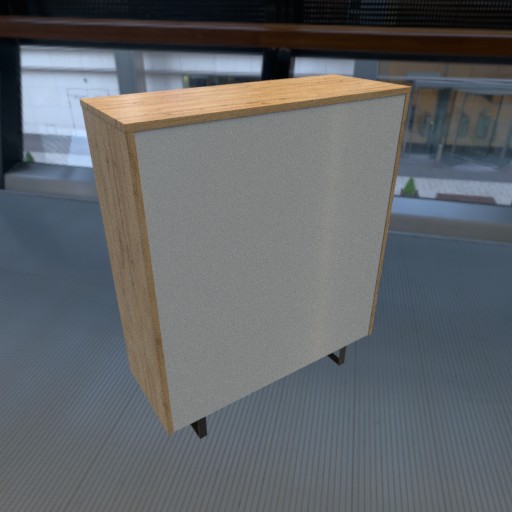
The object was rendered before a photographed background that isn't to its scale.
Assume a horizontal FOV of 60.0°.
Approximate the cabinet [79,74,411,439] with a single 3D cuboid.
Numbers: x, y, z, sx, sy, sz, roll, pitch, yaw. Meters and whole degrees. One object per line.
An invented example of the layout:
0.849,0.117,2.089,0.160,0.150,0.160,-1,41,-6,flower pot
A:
0.000,0.000,1.987,1.168,1.397,0.473,-18,34,-29,cabinet
